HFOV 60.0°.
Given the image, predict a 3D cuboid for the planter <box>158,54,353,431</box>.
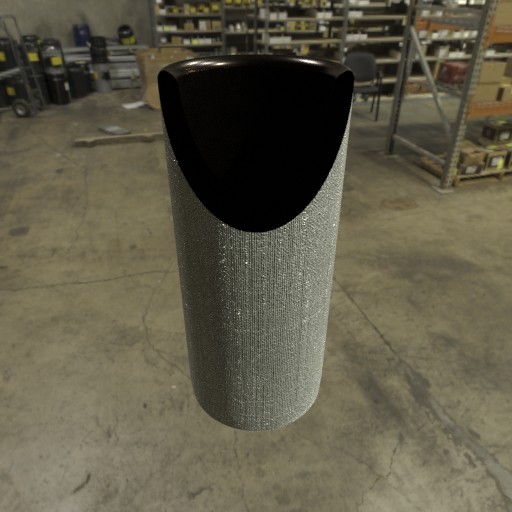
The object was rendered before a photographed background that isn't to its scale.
[{"bbox_3d":[0.000,0.000,0.130,0.045,0.103,0.045,-10,34,-15],"label":"planter"}]
